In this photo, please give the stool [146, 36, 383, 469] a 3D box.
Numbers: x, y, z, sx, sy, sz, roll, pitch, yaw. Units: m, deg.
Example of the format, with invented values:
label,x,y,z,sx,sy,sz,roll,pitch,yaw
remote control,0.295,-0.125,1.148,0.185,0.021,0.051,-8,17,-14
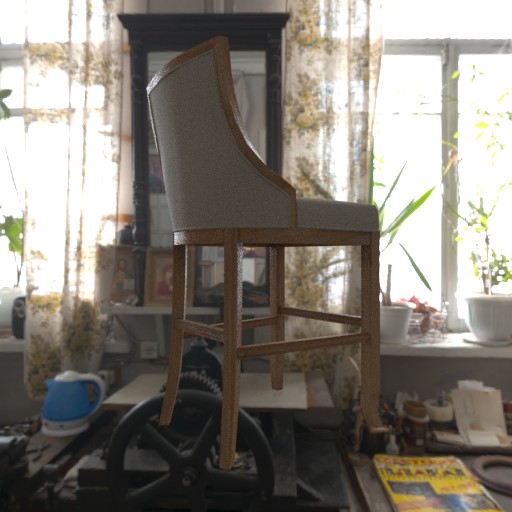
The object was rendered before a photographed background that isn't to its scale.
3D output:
label,x,y,z,sx,sy,sz,roll,pitch,yaw
stool,0.000,0.000,1.442,0.626,1.101,0.524,0,0,-37
